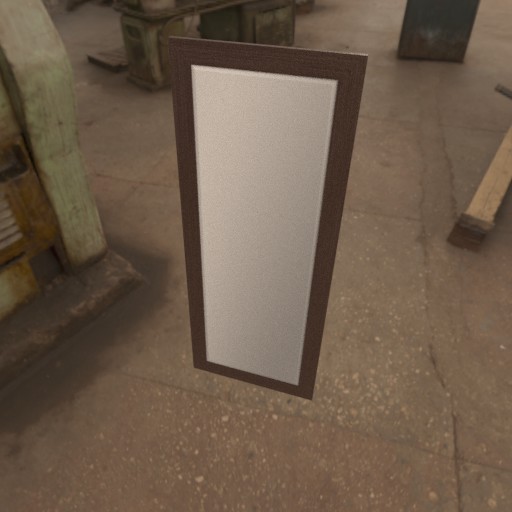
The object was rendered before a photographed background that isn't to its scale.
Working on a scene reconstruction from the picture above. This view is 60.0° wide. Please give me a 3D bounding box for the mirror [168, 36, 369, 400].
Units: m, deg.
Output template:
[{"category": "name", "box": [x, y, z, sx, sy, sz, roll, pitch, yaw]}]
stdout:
[{"category": "mirror", "box": [0.000, 0.000, 2.323, 0.812, 2.020, 0.221, 12, 42, 13]}]
